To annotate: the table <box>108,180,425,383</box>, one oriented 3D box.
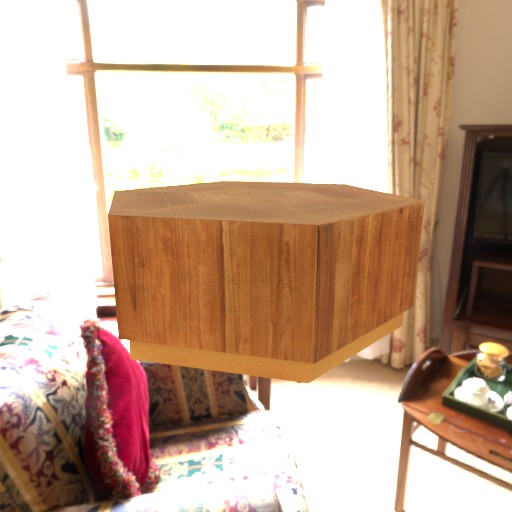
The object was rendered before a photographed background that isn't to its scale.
[{"bbox_3d":[0.000,0.000,1.667,1.000,0.456,1.154,14,21,43],"label":"table"}]
